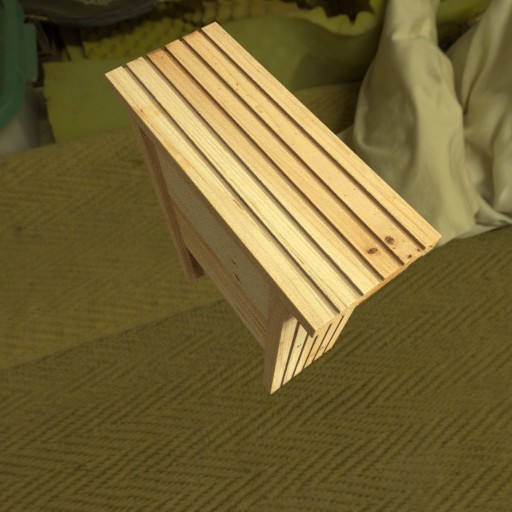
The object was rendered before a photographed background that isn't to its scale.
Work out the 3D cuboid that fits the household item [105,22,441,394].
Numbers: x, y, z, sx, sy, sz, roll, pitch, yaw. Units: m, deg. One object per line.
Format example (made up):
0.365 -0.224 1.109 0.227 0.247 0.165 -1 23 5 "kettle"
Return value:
0.000 0.000 0.549 0.123 0.407 0.301 -33 68 -15 "household item"
